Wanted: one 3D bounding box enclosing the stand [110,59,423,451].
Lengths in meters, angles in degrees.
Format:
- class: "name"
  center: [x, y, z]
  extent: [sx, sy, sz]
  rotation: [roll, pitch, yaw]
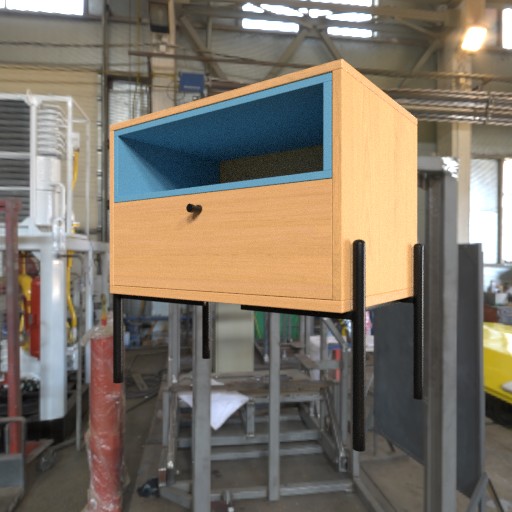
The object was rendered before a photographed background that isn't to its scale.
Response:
- class: "stand"
  center: [0.000, 0.000, 0.985]
  extent: [0.630, 0.600, 0.400]
  rotation: [0, 0, 37]
